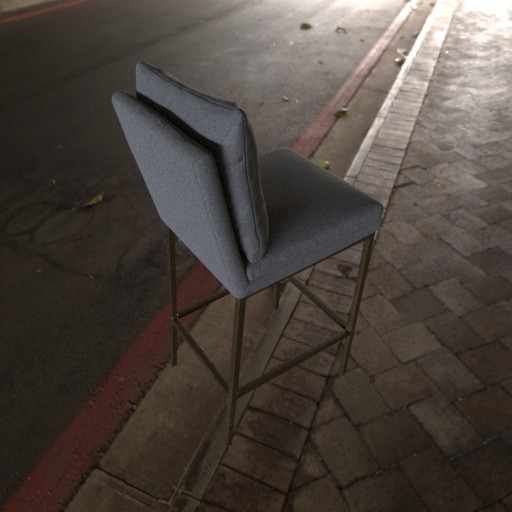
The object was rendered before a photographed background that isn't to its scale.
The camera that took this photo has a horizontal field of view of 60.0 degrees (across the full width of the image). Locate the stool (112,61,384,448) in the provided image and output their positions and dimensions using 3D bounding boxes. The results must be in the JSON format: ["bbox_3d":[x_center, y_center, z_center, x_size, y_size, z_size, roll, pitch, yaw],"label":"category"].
[{"bbox_3d":[0.000,0.000,1.377,0.569,1.130,0.463,-24,45,-26],"label":"stool"}]
